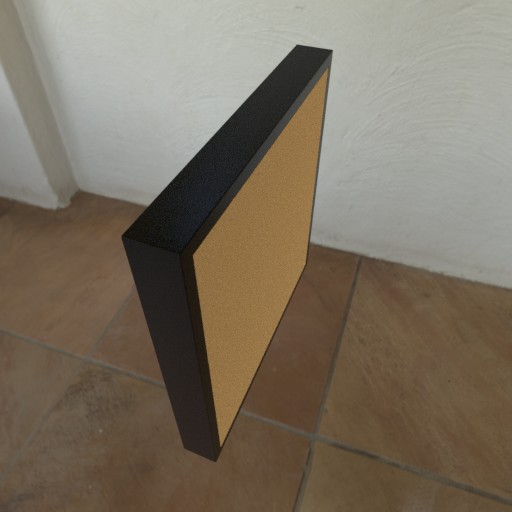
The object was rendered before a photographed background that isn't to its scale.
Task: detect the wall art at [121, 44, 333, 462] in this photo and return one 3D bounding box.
[{"bbox_3d":[0.000,0.000,0.442,0.037,0.299,0.299,16,48,16],"label":"wall art"}]
